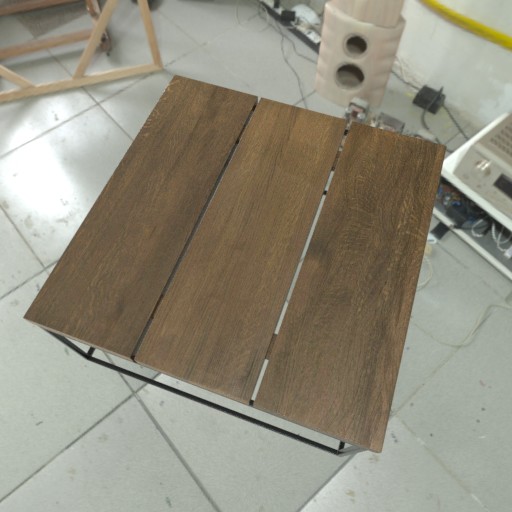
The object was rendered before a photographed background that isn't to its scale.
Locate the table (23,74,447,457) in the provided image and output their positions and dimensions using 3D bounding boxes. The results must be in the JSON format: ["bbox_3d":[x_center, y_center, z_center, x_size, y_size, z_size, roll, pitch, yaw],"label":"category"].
[{"bbox_3d":[0.000,0.000,1.393,0.900,0.400,0.900,18,65,9],"label":"table"}]
